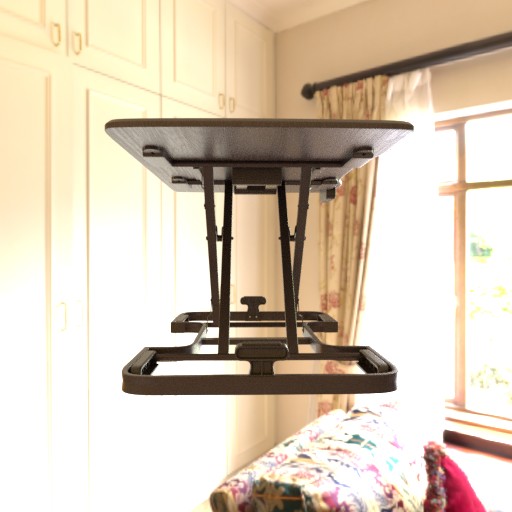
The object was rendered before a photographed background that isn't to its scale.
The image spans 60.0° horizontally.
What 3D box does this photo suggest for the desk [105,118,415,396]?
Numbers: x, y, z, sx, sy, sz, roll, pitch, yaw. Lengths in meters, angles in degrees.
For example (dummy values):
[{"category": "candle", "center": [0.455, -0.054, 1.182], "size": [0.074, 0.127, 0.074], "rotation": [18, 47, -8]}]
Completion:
[{"category": "desk", "center": [0.000, 0.000, 1.148], "size": [0.546, 0.470, 0.820], "rotation": [0, 1, -1]}]
